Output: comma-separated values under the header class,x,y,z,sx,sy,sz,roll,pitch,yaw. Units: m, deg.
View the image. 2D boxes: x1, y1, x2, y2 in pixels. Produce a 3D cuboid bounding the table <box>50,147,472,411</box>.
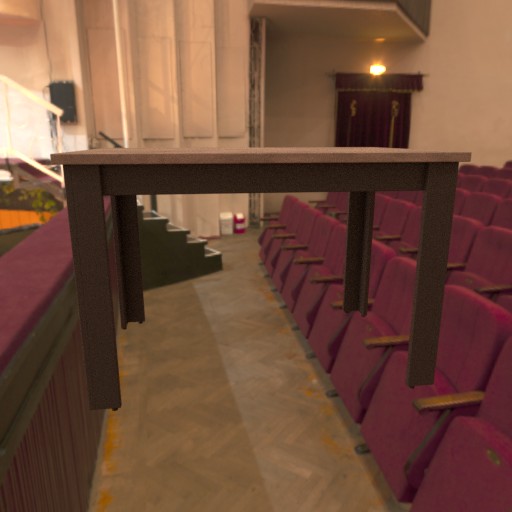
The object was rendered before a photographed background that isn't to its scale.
class,x,y,z,sx,sy,sz,roll,pitch,yaw
table,0.000,0.000,1.572,1.100,0.734,0.700,-2,15,-7
